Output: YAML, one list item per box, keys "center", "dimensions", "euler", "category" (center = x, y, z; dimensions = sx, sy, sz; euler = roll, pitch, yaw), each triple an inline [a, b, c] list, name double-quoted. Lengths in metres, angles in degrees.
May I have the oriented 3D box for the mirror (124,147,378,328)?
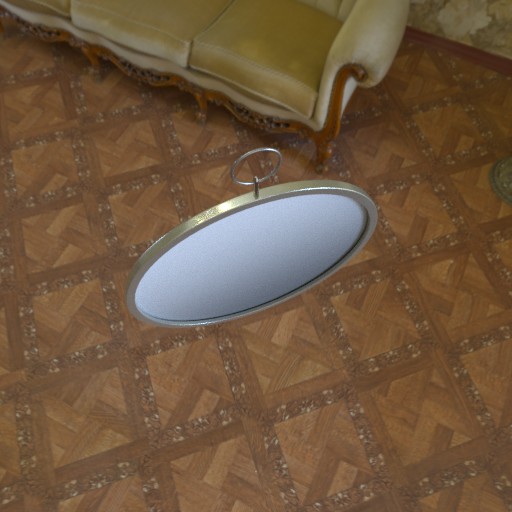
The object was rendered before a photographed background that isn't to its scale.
- center: [0.000, 0.000, 0.969]
  dimensions: [0.594, 0.713, 0.020]
  euler: [-18, 65, -9]
  category: "mirror"
